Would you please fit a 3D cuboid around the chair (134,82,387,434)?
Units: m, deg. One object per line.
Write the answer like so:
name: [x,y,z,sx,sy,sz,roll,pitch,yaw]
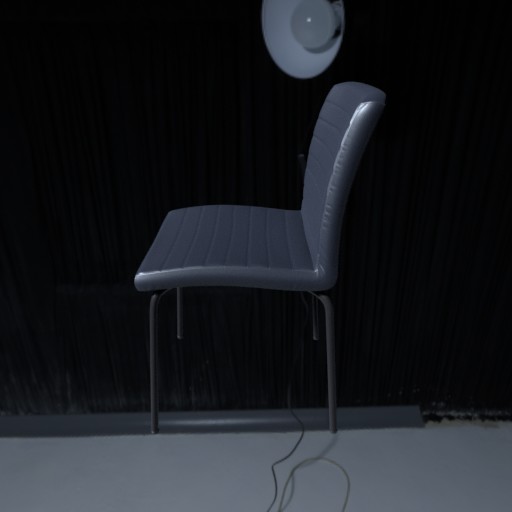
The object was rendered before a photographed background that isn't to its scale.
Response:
chair: [0.000,0.000,1.216,0.572,0.872,0.450,0,26,1]
